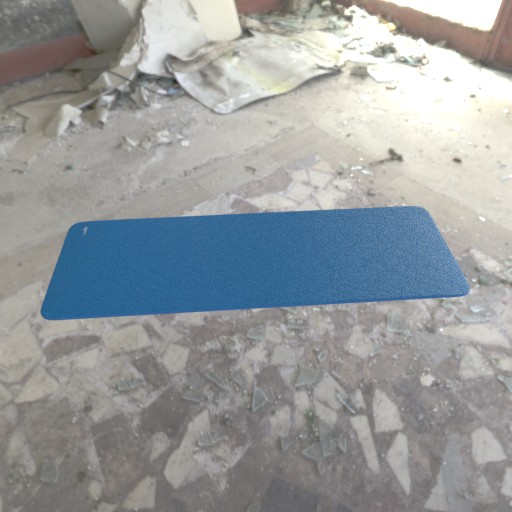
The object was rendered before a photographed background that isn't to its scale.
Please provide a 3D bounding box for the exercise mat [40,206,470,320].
[{"bbox_3d":[0.000,0.000,2.106,1.869,0.021,0.616,-3,45,-3],"label":"exercise mat"}]
